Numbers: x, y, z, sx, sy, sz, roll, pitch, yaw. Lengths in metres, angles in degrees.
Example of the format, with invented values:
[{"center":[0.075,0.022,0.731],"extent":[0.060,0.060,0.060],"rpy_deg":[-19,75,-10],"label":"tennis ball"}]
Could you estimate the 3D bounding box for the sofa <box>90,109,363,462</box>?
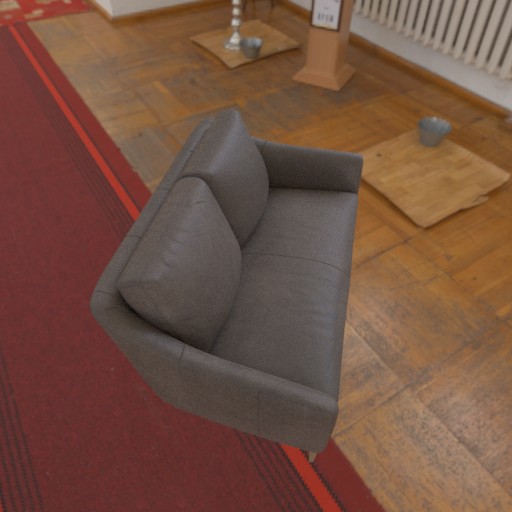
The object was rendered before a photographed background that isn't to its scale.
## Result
[{"center":[0.000,0.000,2.217],"extent":[0.960,0.902,1.619],"rpy_deg":[9,46,9],"label":"sofa"}]
